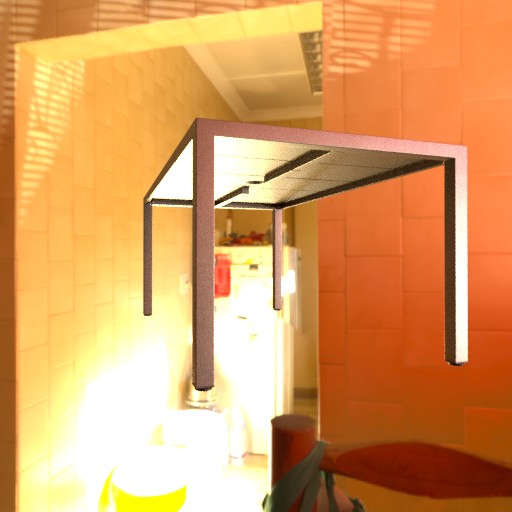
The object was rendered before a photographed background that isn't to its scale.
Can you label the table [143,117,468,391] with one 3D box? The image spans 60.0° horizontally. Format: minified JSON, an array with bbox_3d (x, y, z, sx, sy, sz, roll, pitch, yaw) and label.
[{"bbox_3d":[0.000,0.000,2.119,0.914,0.735,1.680,0,0,-19],"label":"table"}]
